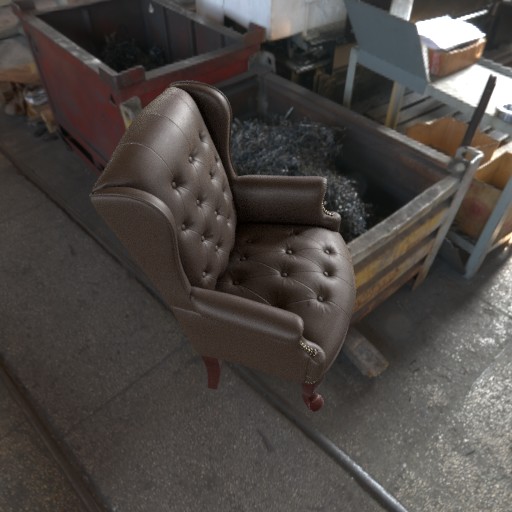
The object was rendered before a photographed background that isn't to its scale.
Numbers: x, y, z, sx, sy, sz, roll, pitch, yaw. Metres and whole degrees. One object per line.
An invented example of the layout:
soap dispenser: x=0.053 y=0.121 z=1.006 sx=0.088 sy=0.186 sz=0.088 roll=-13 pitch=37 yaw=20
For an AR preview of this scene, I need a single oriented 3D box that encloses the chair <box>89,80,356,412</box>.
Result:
chair: x=0.000 y=0.000 z=1.729 sx=0.819 sy=1.132 sz=0.829 roll=9 pitch=47 yaw=8
